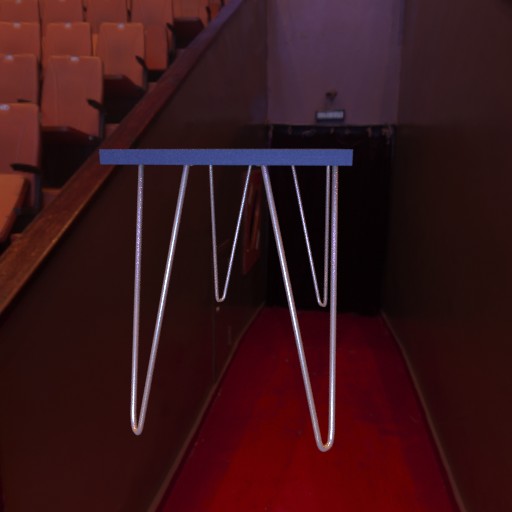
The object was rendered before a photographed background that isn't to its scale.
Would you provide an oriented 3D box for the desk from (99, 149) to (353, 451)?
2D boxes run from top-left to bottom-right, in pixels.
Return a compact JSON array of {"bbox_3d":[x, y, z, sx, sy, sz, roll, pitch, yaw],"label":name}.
[{"bbox_3d":[0.000,0.000,1.408,0.499,0.660,0.991,2,14,8],"label":"desk"}]
